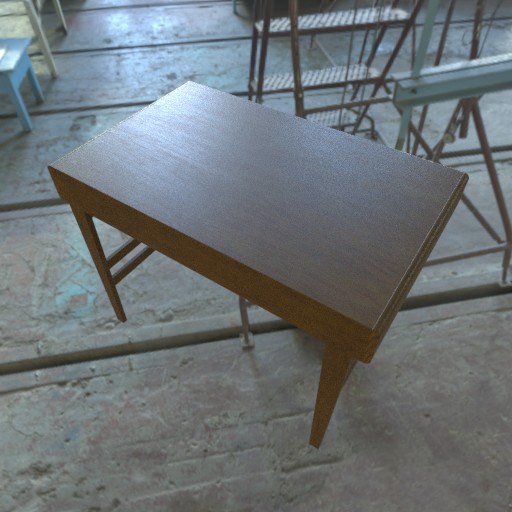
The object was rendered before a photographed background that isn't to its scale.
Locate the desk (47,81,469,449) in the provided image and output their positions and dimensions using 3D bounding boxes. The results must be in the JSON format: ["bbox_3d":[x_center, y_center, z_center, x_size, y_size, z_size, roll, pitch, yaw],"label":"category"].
[{"bbox_3d":[0.000,0.000,1.582,1.066,0.754,0.660,26,52,22],"label":"desk"}]
